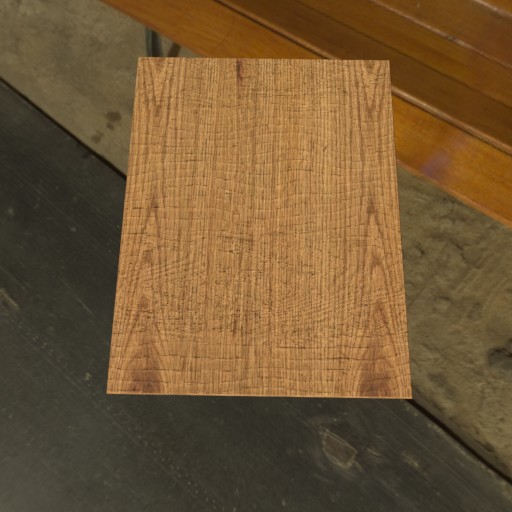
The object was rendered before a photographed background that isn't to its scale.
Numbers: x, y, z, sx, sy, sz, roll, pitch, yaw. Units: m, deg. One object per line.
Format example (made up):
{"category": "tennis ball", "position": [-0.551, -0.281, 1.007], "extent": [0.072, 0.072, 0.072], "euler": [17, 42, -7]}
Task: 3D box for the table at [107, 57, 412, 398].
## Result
{"category": "table", "position": [0.000, 0.000, 1.053], "extent": [0.494, 0.625, 0.601], "euler": [1, 76, 0]}
